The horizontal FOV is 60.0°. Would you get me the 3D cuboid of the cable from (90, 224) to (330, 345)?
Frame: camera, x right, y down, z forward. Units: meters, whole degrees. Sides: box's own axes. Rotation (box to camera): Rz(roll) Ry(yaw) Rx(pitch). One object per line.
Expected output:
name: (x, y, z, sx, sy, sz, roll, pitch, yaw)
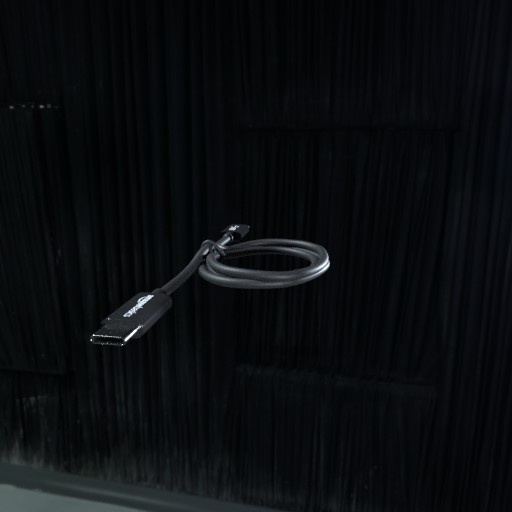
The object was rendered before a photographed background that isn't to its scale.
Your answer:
cable: (0.000, 0.000, 0.213, 0.070, 0.014, 0.186, 2, 14, 10)
